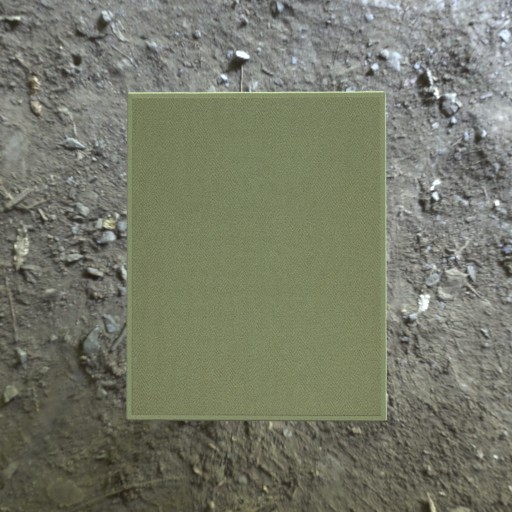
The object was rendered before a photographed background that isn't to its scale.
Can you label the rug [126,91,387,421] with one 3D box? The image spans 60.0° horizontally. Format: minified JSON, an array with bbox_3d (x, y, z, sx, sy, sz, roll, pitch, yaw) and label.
[{"bbox_3d":[0.000,0.000,4.110,2.407,0.020,3.051,0,89,1],"label":"rug"}]
